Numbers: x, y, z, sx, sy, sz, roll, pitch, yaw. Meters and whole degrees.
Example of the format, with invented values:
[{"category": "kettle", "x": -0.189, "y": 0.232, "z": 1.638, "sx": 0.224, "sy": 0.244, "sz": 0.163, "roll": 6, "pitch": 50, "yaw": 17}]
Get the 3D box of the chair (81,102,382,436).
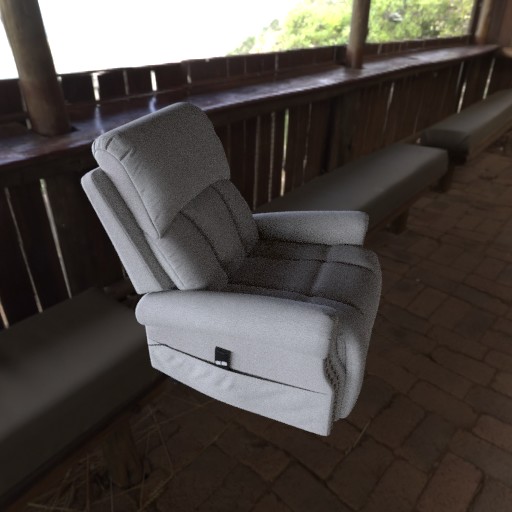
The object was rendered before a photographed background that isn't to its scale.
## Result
[{"category": "chair", "x": 0.000, "y": 0.000, "z": 1.756, "sx": 0.979, "sy": 1.031, "sz": 0.871, "roll": 10, "pitch": 32, "yaw": 17}]
